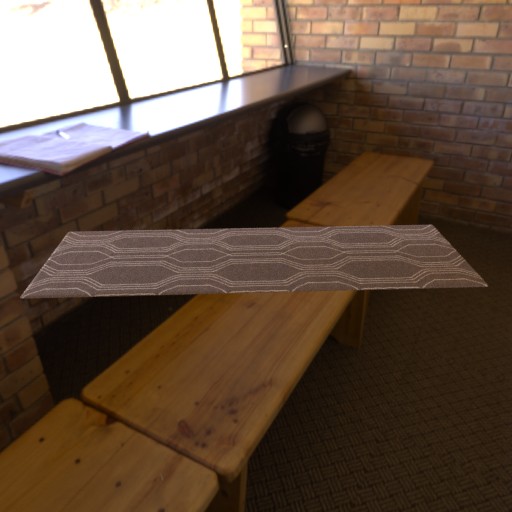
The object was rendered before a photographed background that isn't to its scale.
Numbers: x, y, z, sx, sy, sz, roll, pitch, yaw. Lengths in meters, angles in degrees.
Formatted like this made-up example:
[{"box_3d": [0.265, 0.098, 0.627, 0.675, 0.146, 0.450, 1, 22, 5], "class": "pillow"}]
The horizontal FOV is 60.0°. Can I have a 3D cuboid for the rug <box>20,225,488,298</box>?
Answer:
[{"box_3d": [0.000, 0.000, 2.663, 2.464, 0.012, 0.773, -1, 29, -2], "class": "rug"}]
